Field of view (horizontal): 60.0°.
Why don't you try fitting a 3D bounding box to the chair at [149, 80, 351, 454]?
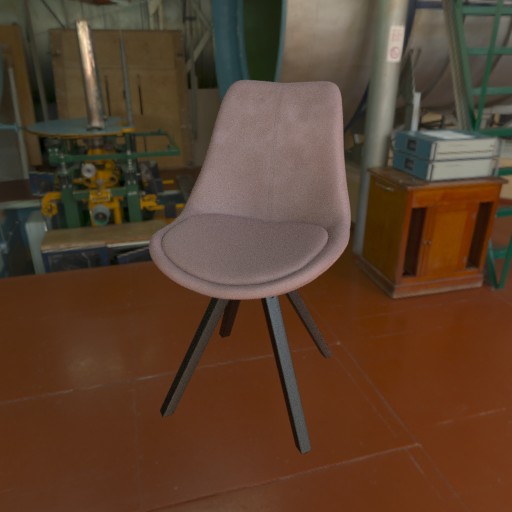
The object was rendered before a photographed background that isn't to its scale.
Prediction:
[{"bbox_3d":[0.000,0.000,1.207,0.483,0.865,0.547,8,26,17],"label":"chair"}]
